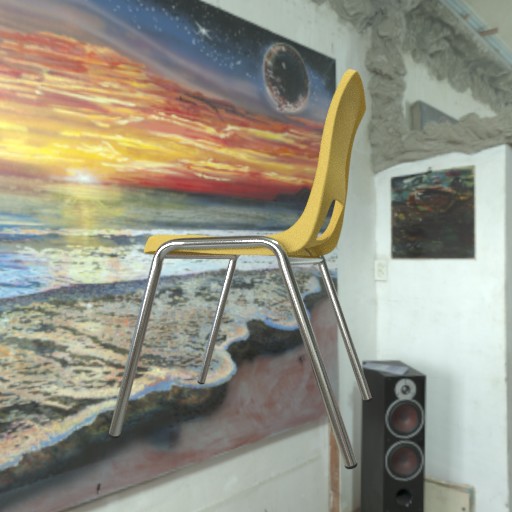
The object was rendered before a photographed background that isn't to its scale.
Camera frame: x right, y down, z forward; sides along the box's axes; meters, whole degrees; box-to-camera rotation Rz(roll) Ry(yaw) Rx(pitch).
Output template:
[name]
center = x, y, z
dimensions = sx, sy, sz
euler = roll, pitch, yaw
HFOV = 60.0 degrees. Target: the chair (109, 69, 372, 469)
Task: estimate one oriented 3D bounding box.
[chair]
center = 0.000, 0.000, 0.905
dimensions = 0.436, 0.653, 0.381
euler = 0, -1, 18
